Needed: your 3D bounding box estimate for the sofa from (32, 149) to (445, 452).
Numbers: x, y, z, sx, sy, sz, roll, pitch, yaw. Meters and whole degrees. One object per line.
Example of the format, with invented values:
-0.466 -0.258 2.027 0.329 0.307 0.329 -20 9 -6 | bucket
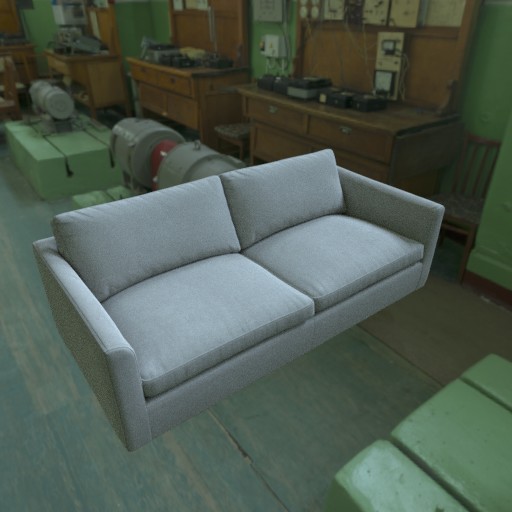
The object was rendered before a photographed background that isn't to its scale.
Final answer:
0.000 0.000 2.716 2.588 0.838 1.090 -21 36 -32 | sofa
